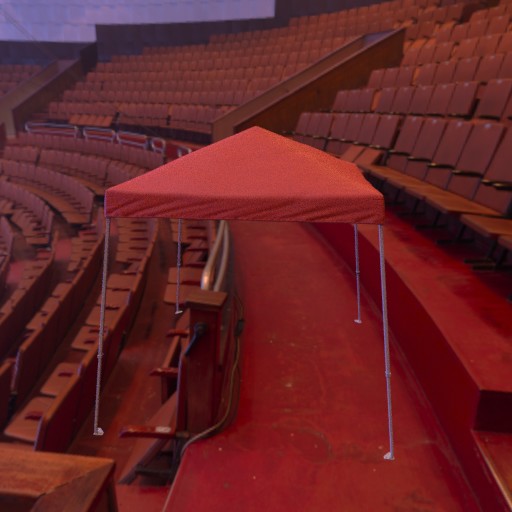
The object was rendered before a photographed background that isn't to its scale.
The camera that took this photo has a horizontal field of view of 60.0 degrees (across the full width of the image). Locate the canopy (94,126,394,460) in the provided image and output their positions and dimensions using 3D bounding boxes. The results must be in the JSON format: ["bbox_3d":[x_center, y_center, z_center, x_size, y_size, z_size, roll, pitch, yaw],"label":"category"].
[{"bbox_3d":[0.000,0.000,6.401,3.600,3.600,3.599,2,18,6],"label":"canopy"}]
